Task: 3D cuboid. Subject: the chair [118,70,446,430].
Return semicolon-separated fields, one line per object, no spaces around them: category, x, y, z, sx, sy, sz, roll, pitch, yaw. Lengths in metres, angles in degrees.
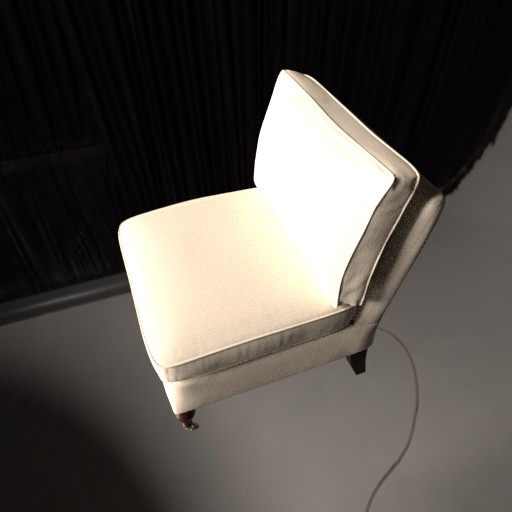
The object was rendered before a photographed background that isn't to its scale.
chair;0.000;0.000;1.395;0.781;0.887;0.630;-15;47;-15
